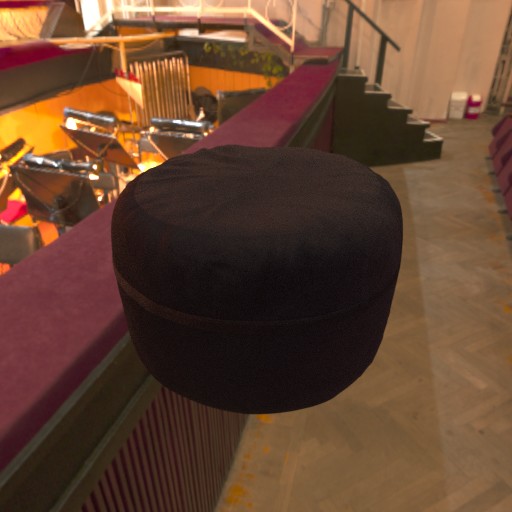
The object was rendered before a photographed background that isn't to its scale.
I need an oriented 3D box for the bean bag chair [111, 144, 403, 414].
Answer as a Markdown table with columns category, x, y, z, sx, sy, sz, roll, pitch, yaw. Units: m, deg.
| category | x | y | z | sx | sy | sz | roll | pitch | yaw |
| --- | --- | --- | --- | --- | --- | --- | --- | --- | --- |
| bean bag chair | 0.000 | 0.000 | 1.967 | 1.219 | 0.762 | 1.219 | 0 | 30 | 0 |
